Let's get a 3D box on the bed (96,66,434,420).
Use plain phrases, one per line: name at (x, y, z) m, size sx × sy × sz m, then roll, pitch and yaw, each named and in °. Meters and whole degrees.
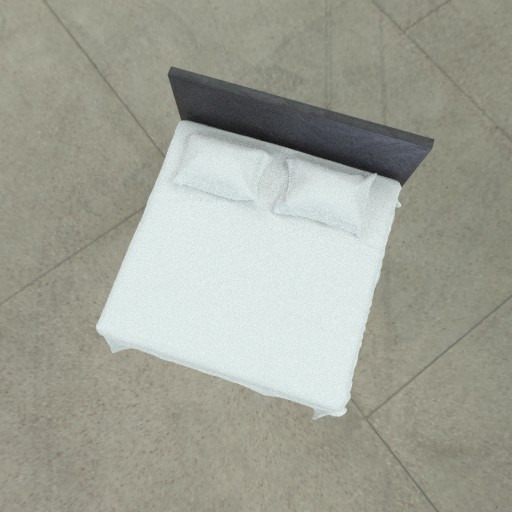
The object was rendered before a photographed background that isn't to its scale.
bed at (0.000, 0.000, 3.547) m, size 2.255 × 1.158 × 2.165 m, roll 17°, pitch 76°, yaw 4°
